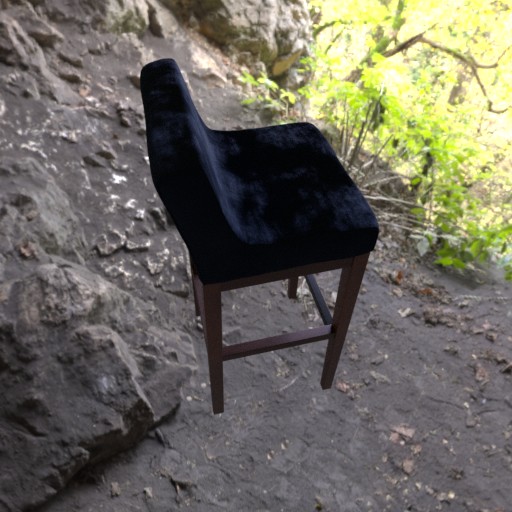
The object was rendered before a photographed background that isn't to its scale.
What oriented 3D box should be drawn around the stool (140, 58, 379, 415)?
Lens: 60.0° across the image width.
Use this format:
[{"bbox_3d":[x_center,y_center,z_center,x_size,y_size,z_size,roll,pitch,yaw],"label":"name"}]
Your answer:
[{"bbox_3d":[0.000,0.000,1.349,0.500,1.037,0.511,-10,47,-9],"label":"stool"}]
